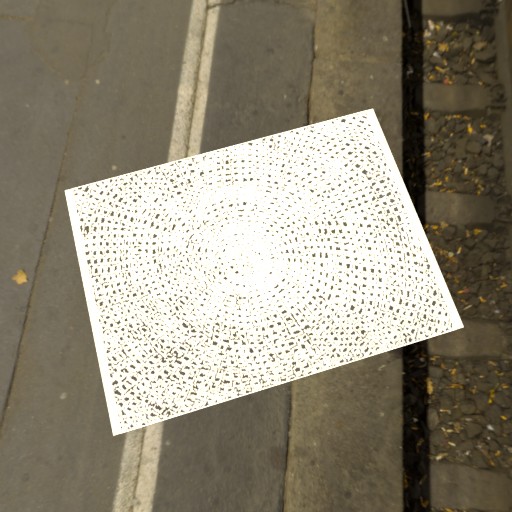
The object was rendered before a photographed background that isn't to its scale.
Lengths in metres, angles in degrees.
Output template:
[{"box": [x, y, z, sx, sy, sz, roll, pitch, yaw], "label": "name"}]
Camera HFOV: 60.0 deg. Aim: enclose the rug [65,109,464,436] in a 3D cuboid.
[{"box": [0.000, 0.000, 2.119, 1.634, 0.003, 1.190, -16, 75, -4], "label": "rug"}]
